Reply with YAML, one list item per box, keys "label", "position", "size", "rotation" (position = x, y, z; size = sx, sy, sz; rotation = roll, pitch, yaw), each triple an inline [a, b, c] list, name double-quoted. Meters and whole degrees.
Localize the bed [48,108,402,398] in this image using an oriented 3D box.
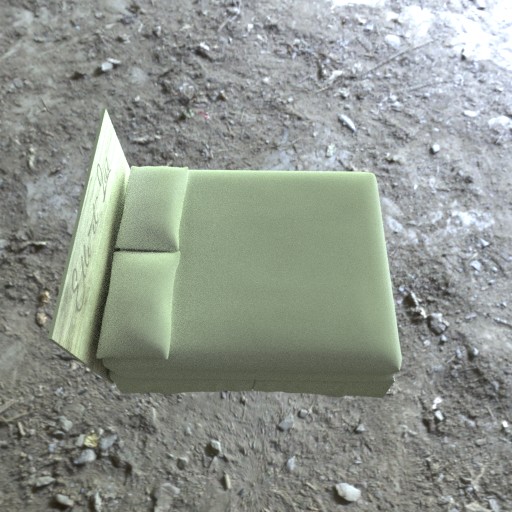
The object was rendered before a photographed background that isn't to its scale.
- label: "bed"
  position: [0.000, 0.000, 3.227]
  size: [2.094, 1.335, 1.745]
  rotation: [1, 62, 0]
